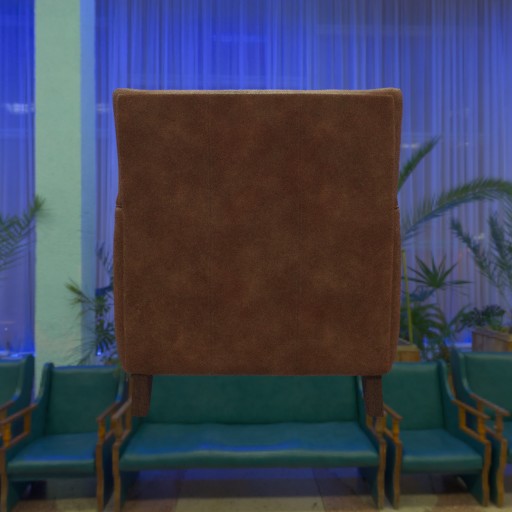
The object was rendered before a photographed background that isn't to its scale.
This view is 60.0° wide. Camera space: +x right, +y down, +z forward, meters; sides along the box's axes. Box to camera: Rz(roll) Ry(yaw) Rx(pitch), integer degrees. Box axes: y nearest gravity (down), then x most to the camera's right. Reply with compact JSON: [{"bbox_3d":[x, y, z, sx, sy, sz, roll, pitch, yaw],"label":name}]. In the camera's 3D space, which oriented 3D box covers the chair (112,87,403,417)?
[{"bbox_3d":[0.000,0.000,1.614,0.870,0.943,0.823,0,0,0],"label":"chair"}]
